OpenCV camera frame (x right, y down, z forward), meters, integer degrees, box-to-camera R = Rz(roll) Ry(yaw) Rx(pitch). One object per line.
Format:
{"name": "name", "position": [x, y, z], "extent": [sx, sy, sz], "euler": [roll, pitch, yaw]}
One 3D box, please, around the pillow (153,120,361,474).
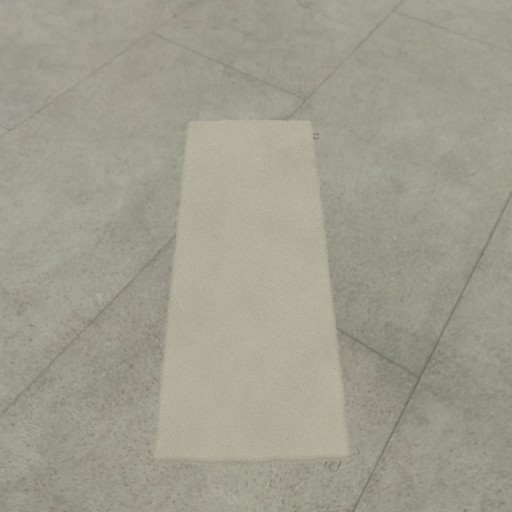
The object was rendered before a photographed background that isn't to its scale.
{"name": "pillow", "position": [0.000, 0.000, 1.338], "extent": [0.492, 0.081, 1.187], "euler": [-1, 57, 0]}
